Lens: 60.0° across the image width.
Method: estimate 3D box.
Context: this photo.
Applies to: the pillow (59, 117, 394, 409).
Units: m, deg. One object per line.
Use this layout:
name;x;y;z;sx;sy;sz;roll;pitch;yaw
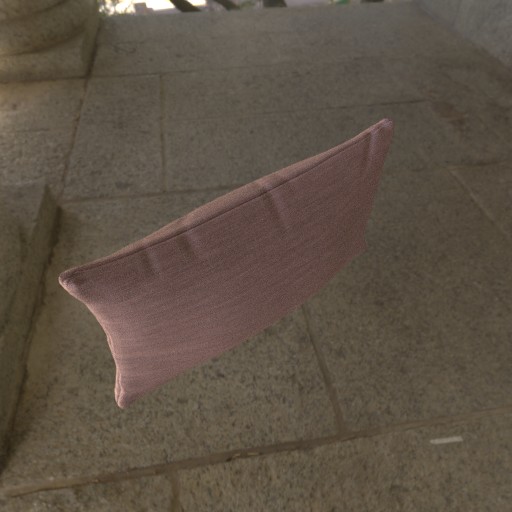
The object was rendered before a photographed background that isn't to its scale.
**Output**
pillow;0.000;0.000;0.799;0.633;0.338;0.210;-30;53;-26
